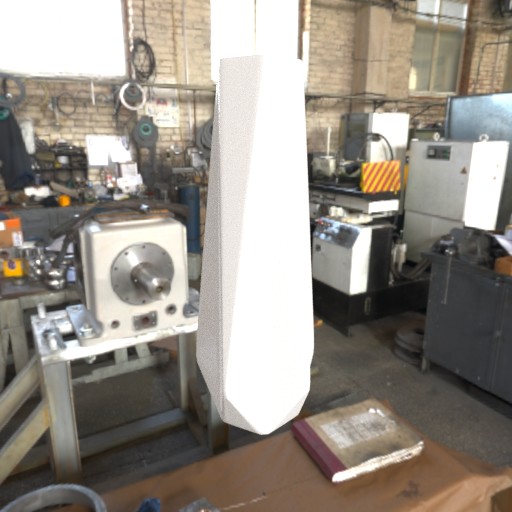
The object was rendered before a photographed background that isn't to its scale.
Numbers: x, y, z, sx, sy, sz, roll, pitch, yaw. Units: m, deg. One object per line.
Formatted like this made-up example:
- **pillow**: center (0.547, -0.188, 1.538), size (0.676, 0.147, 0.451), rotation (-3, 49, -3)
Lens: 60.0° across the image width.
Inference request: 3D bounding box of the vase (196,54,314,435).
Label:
- **vase**: center (0.000, 0.000, 0.403), size (0.122, 0.329, 0.116), rotation (8, 17, 27)
